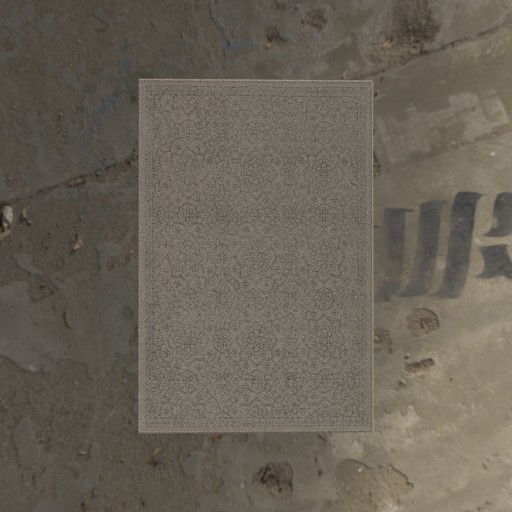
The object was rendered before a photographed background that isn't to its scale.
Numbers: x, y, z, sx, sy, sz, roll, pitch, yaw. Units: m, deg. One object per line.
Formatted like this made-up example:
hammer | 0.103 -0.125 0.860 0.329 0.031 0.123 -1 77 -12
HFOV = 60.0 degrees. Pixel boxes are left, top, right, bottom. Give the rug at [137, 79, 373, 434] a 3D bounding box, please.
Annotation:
rug | 0.000 0.000 2.295 1.219 0.010 1.829 0 90 -1
